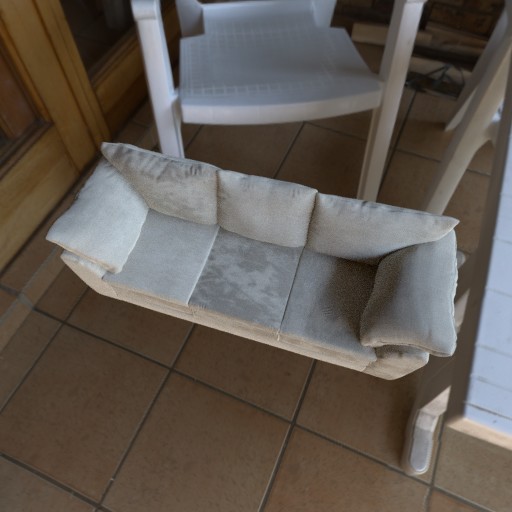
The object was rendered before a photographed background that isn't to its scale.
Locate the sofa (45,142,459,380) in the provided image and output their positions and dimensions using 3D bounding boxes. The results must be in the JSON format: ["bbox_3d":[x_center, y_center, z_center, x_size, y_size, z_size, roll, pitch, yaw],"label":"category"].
[{"bbox_3d":[0.000,0.000,2.864,2.377,0.981,0.893,15,60,9],"label":"sofa"}]
